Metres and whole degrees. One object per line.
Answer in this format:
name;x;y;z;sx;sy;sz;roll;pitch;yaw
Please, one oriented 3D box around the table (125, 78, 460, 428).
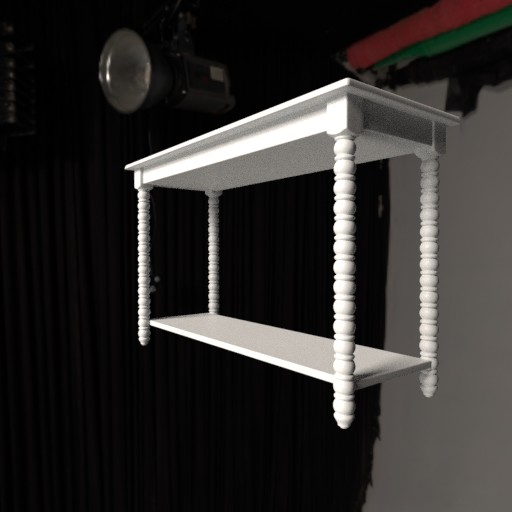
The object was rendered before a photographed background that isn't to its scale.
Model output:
table;0.000;0.000;1.500;0.459;0.740;1.184;-1;1;-38
